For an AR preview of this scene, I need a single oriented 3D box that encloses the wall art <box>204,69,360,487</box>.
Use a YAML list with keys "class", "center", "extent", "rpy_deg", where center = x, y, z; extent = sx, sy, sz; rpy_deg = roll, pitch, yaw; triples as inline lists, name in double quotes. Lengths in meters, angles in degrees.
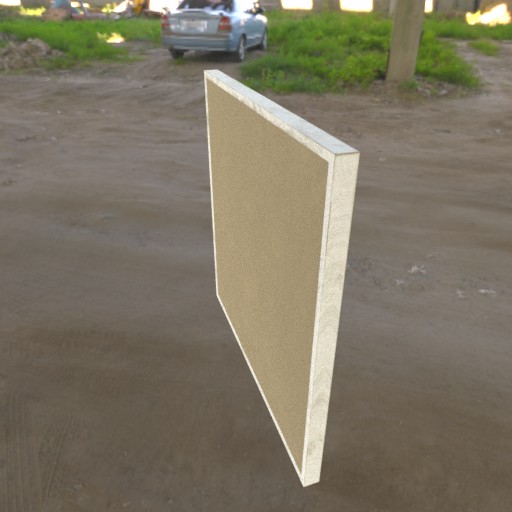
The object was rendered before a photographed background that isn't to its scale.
- class: "wall art"
  center: [0.000, 0.000, 1.102]
  extent: [0.038, 0.757, 0.760]
  rpy_deg: [-10, 33, -16]
